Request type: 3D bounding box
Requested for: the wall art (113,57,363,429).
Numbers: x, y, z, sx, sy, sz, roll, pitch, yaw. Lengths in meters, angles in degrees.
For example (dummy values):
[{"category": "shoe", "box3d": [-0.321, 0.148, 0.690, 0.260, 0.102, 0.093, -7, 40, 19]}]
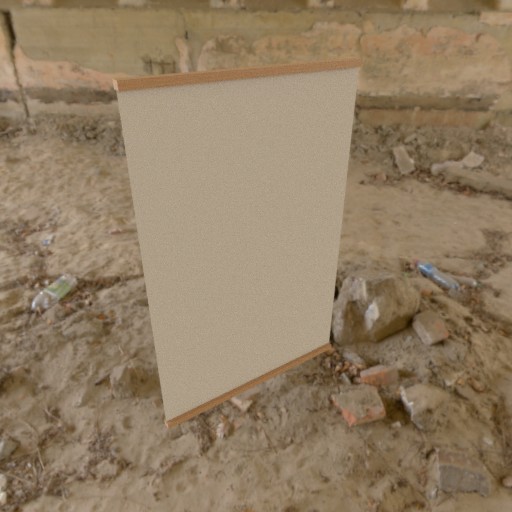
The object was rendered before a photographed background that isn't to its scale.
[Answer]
[{"category": "wall art", "box3d": [0.000, 0.000, 1.913, 0.991, 1.510, 0.040, -18, 35, -28]}]
